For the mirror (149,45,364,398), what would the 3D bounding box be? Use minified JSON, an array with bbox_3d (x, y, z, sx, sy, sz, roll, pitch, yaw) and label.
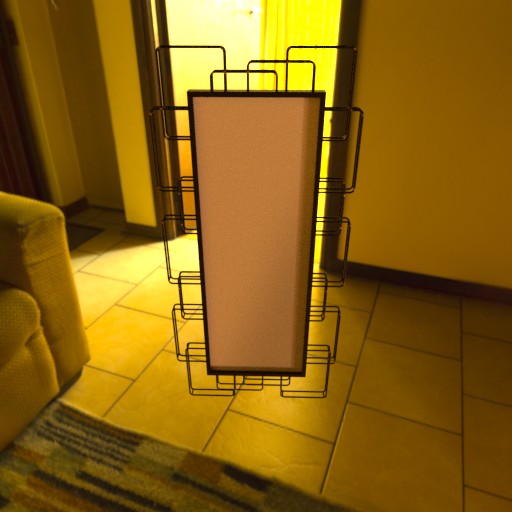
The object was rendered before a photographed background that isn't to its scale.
[{"bbox_3d":[0.000,0.000,1.388,0.565,1.192,0.037,1,29,1],"label":"mirror"}]
